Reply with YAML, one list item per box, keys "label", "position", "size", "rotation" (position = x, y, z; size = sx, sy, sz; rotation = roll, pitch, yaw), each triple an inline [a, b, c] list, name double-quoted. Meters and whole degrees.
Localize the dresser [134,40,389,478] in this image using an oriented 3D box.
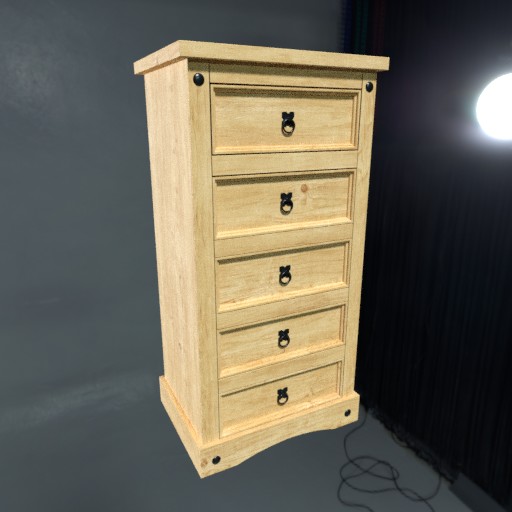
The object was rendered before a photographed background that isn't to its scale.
- label: "dresser"
  position: [0.000, 0.000, 1.280]
  size: [0.531, 1.041, 0.390]
  rotation: [-8, 19, -26]
